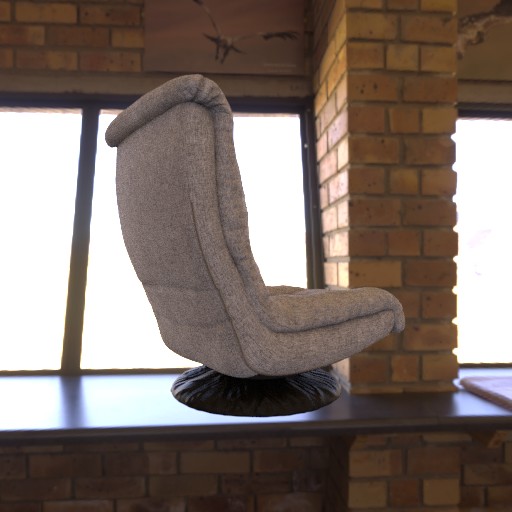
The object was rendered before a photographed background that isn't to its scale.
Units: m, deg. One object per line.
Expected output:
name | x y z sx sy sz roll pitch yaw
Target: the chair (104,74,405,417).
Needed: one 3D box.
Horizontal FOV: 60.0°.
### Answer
chair | 0.000 0.000 0.988 0.583 0.600 0.400 1 -1 -35
